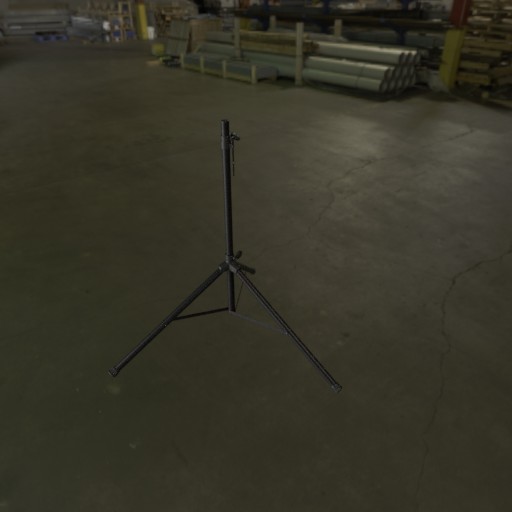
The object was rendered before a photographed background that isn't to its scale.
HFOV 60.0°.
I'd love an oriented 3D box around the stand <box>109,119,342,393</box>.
[{"bbox_3d":[0.000,0.000,2.763,1.339,1.595,1.596,22,37,31],"label":"stand"}]
